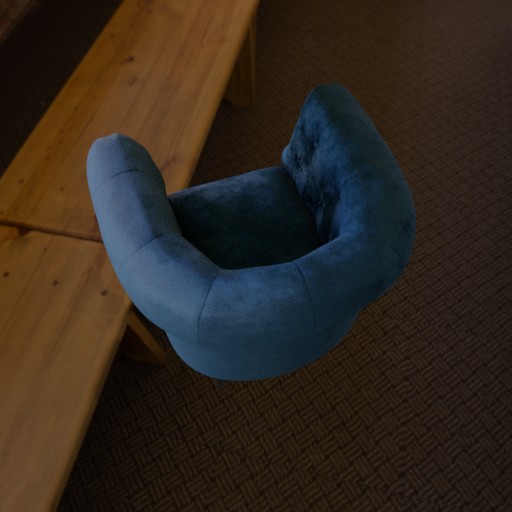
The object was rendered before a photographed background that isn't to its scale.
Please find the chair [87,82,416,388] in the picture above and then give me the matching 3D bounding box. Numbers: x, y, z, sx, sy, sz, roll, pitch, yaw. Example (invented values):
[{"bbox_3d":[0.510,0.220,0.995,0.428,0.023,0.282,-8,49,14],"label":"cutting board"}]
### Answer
[{"bbox_3d":[0.000,0.000,1.564,0.904,0.826,0.851,-17,60,-10],"label":"chair"}]
